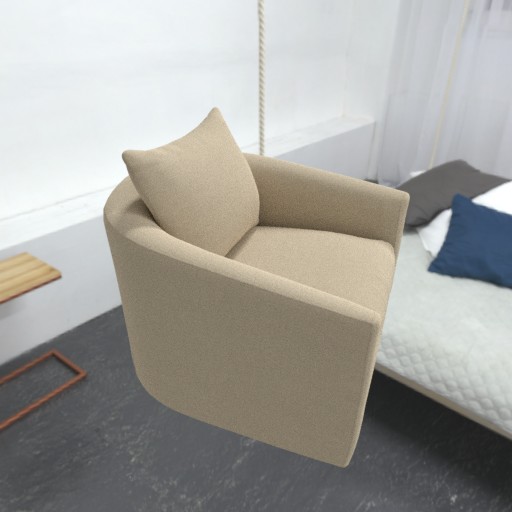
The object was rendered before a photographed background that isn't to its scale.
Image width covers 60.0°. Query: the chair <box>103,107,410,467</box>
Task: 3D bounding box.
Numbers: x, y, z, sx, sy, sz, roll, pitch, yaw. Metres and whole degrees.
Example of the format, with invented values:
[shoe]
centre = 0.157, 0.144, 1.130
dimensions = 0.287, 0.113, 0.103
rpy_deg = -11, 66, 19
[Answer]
[chair]
centre = 0.000, 0.000, 1.525
dimensions = 0.910, 0.848, 0.845
rpy_deg = 11, 32, 18
